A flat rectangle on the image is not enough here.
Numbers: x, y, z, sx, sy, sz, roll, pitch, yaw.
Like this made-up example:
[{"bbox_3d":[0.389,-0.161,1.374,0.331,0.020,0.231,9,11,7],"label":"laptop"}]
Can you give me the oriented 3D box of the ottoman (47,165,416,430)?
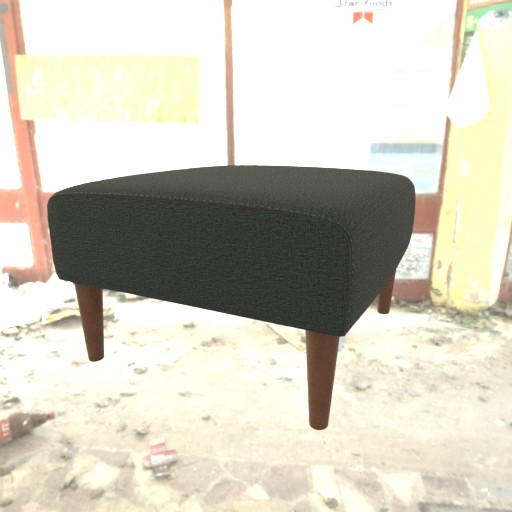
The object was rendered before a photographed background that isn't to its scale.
[{"bbox_3d":[0.000,0.000,1.057,0.649,0.398,0.650,8,17,26],"label":"ottoman"}]
